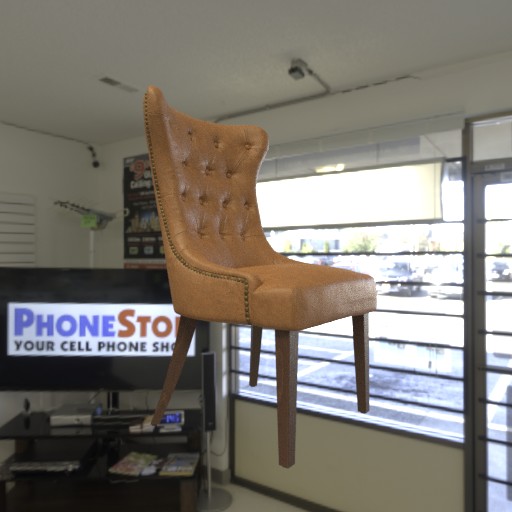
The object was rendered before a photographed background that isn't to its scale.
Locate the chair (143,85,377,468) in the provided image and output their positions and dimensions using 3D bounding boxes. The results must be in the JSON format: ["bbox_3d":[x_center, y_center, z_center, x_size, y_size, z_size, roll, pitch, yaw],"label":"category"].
[{"bbox_3d":[0.000,0.000,1.479,0.669,1.065,0.611,0,0,37],"label":"chair"}]
